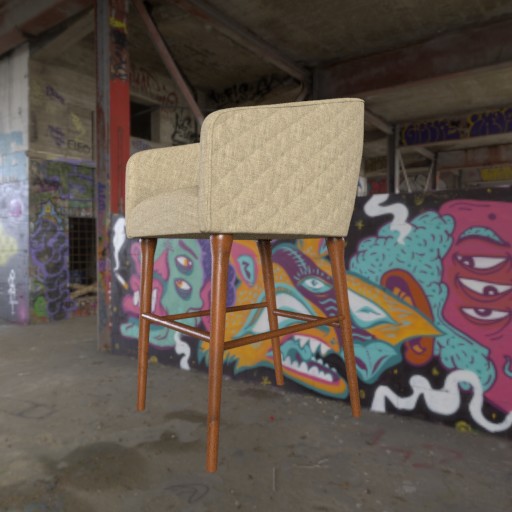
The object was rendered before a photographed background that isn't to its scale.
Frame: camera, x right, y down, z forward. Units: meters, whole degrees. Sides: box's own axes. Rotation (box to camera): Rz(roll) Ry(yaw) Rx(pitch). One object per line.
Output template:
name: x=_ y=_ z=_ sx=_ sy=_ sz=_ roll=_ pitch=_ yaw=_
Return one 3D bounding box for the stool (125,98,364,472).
stool: x=0.000 y=0.000 z=1.331 sx=0.635 sy=0.952 sz=0.559 roll=-1 pitch=1 yaw=-34
